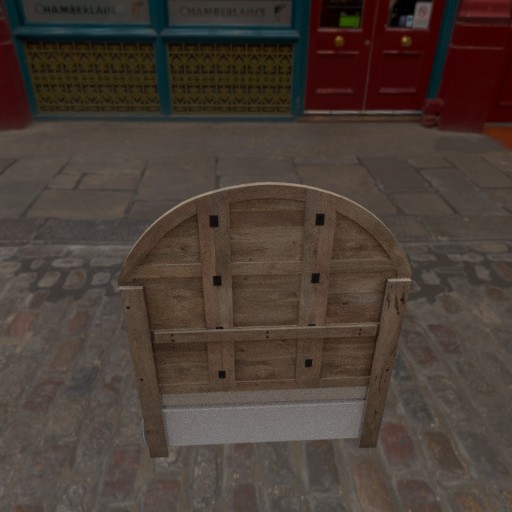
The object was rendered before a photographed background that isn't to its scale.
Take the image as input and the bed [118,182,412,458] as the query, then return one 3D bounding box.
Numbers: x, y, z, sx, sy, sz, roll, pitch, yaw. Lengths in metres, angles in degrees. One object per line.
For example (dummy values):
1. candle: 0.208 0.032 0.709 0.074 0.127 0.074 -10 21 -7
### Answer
1. bed: 0.000 0.000 3.546 1.713 2.002 2.112 -1 30 -3
